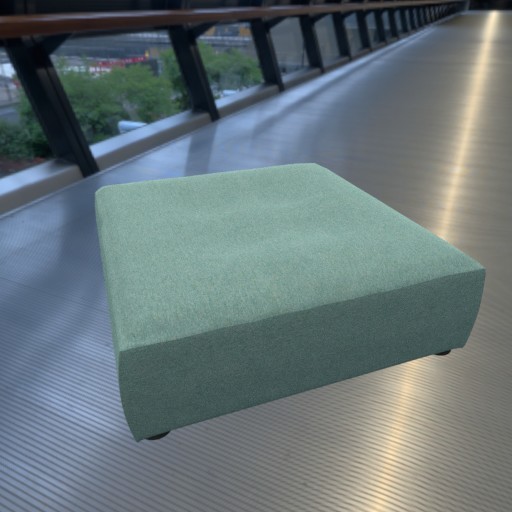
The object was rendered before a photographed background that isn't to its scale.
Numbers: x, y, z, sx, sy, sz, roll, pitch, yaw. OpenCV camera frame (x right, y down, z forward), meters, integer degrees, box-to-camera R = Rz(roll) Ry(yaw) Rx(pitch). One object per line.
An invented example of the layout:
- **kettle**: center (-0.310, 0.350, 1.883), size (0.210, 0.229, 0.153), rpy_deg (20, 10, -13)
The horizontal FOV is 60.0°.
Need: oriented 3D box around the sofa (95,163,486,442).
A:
- **sofa**: center (0.000, 0.000, 1.420), size (0.930, 0.330, 0.930), rpy_deg (-10, 31, -18)
